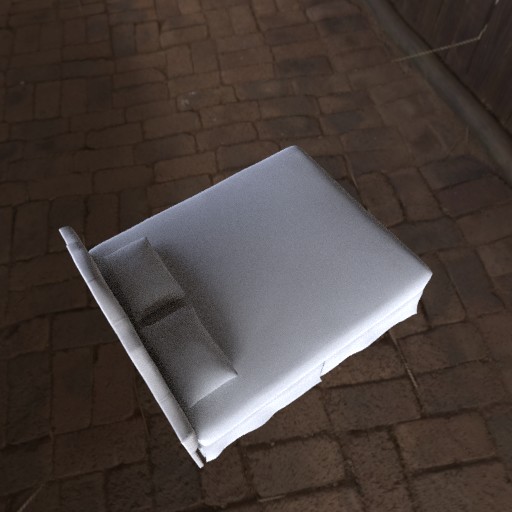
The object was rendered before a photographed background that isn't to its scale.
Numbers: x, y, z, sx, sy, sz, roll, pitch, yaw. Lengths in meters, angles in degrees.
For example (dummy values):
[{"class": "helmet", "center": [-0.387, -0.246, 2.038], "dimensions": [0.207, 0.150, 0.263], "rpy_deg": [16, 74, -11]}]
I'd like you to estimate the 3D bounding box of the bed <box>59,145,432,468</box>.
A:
[{"class": "bed", "center": [0.000, 0.000, 3.708], "dimensions": [2.477, 1.617, 2.039], "rpy_deg": [-31, 62, -18]}]
